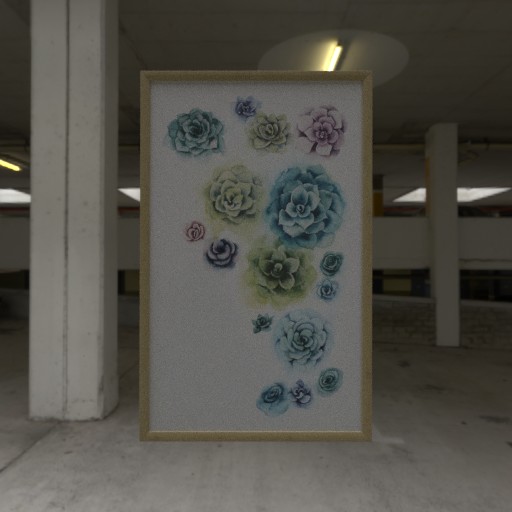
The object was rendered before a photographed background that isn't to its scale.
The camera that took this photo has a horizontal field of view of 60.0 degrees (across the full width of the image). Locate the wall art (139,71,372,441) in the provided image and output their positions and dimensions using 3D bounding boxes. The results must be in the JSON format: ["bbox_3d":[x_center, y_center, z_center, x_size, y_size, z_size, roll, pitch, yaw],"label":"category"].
[{"bbox_3d":[0.000,0.000,0.984,0.510,0.810,0.039,0,-1,0],"label":"wall art"}]
